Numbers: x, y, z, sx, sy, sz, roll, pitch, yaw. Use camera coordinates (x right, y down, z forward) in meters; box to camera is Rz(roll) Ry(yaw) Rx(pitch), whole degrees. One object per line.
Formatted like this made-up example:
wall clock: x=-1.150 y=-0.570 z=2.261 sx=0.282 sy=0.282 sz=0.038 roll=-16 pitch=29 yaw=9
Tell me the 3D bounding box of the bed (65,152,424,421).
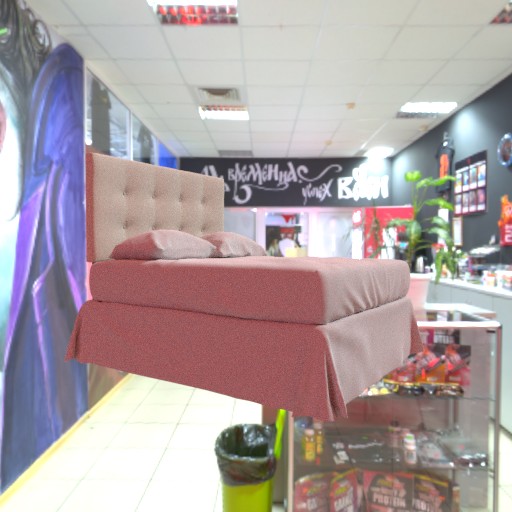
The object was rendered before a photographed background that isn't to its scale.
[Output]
bed: x=0.000 y=0.000 z=3.486 sx=2.222 sy=1.577 sz=1.936 roll=1 pitch=2 yaw=34
